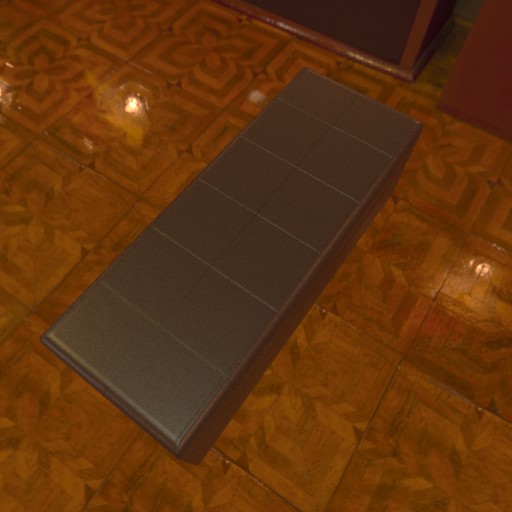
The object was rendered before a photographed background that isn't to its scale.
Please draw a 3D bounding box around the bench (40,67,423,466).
[{"bbox_3d":[0.000,0.000,1.316,0.429,0.457,1.092,33,67,16],"label":"bench"}]
